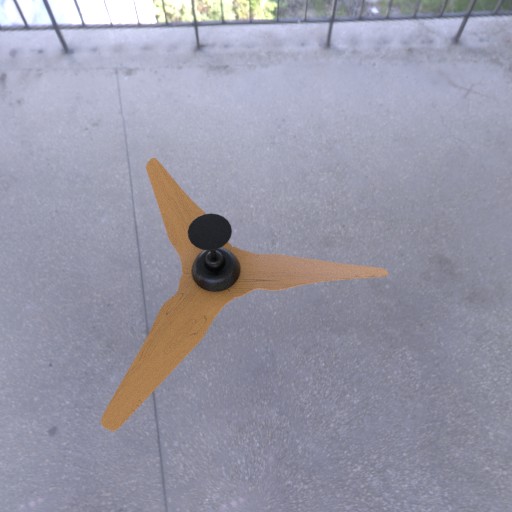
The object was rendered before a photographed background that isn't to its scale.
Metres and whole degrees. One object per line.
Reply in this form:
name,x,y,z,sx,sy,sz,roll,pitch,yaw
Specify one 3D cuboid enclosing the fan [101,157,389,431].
fan,0.000,0.000,1.613,1.010,0.355,1.142,-1,60,-1
